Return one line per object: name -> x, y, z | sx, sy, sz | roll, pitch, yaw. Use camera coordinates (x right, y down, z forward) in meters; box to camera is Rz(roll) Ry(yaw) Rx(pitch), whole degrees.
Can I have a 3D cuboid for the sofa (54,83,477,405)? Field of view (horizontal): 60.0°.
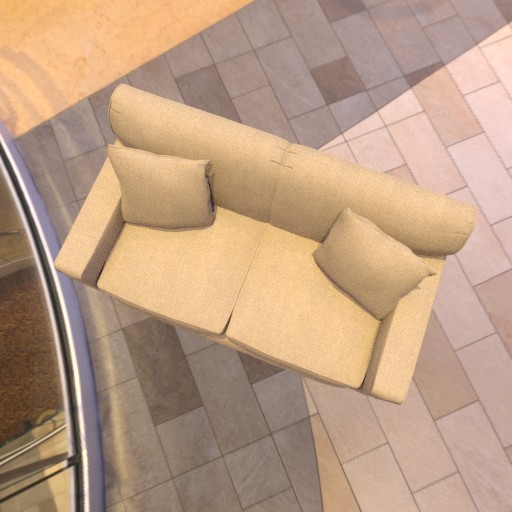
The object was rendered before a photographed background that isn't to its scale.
sofa -> 0.000, 0.000, 2.398 | 1.846, 0.958, 0.998 | 20, 77, 5
